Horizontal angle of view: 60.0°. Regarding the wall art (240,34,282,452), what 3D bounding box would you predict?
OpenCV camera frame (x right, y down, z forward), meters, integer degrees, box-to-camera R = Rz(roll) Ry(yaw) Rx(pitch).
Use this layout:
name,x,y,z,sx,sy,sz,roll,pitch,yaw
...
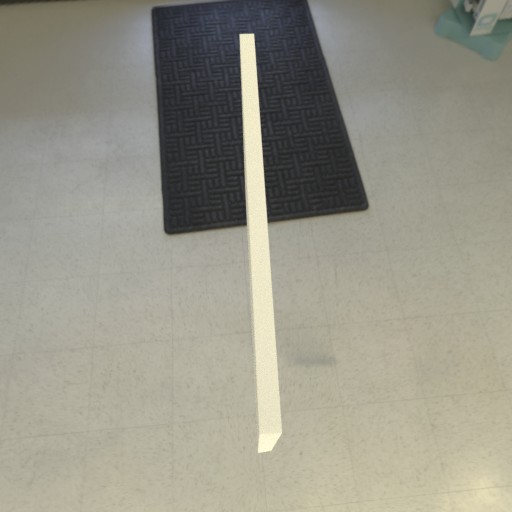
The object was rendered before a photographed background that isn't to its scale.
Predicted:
name,x,y,z,sx,sy,sz,roll,pitch,yaw
wall art,0.000,0.000,1.138,0.038,0.601,0.898,-2,64,-1
